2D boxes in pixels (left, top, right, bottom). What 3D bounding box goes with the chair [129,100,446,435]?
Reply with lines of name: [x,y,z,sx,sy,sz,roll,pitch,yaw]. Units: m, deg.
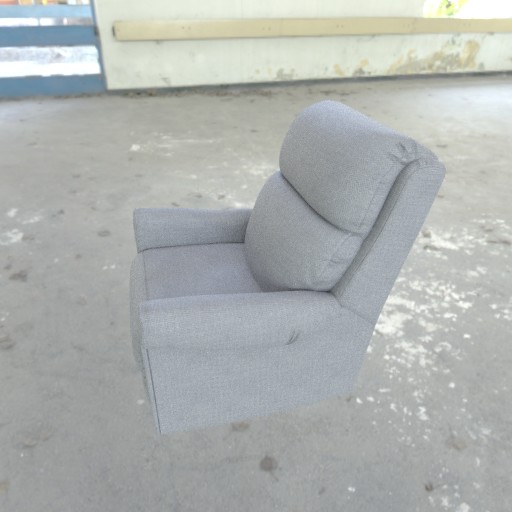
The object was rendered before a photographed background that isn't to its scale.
chair: [0.000,0.000,1.747,1.014,1.054,0.838,-7,31,-12]
